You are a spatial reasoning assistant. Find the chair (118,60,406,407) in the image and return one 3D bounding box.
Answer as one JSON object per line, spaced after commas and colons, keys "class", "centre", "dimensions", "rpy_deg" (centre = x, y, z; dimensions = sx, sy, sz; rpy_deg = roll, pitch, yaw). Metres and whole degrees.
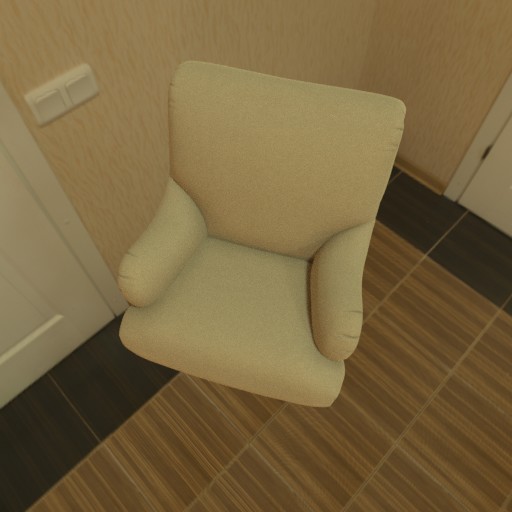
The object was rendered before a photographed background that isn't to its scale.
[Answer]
{"class": "chair", "centre": [0.000, 0.000, 1.551], "dimensions": [0.766, 0.942, 0.842], "rpy_deg": [14, 60, 8]}
